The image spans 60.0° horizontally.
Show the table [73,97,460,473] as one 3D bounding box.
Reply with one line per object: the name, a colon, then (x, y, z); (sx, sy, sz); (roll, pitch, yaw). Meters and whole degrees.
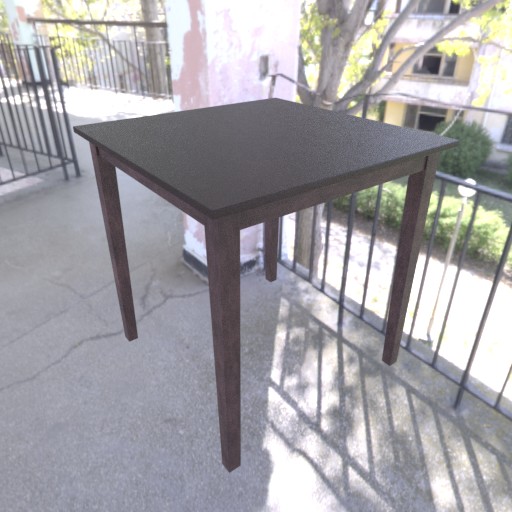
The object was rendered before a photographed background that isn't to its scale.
table: (0.000, 0.000, 1.394); (0.749, 0.770, 0.749); (-20, 35, -32)
